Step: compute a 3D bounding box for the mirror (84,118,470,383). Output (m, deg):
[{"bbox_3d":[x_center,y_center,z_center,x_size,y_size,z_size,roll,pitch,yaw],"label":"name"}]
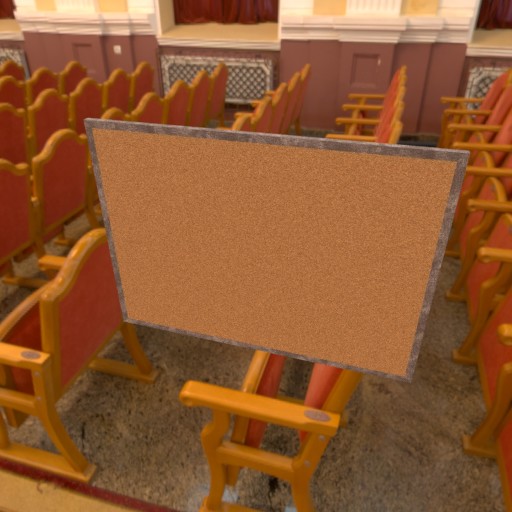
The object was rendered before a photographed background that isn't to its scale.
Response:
[{"bbox_3d":[0.000,0.000,1.437,1.101,0.795,0.022,9,32,15],"label":"mirror"}]
